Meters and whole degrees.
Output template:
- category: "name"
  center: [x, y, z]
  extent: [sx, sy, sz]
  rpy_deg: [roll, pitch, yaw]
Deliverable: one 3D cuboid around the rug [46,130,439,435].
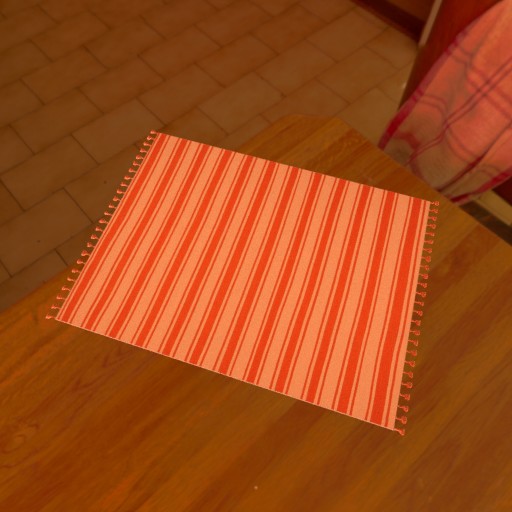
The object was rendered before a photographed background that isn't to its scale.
- category: "rug"
  center: [0.000, 0.000, 4.455]
  extent: [3.369, 0.035, 2.451]
  rpy_deg: [16, 64, 8]
